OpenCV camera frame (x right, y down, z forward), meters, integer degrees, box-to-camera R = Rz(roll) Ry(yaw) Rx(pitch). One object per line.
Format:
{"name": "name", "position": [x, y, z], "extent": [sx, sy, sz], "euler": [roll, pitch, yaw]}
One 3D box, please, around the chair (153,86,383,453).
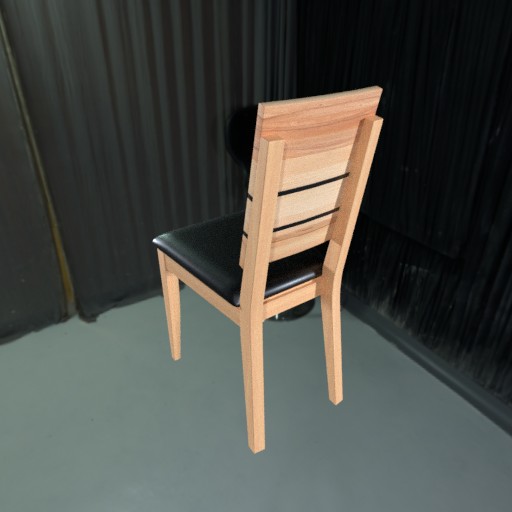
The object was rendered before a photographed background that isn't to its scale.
{"name": "chair", "position": [0.000, 0.000, 1.245], "extent": [0.410, 0.940, 0.520], "euler": [-19, 36, -29]}
